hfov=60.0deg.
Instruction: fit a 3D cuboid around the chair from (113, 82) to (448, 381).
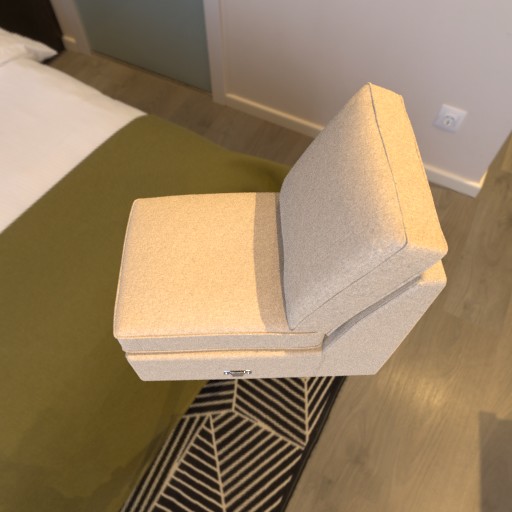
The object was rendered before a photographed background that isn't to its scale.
[{"bbox_3d":[0.000,0.000,1.660,1.020,1.058,0.674,-2,58,-1],"label":"chair"}]
